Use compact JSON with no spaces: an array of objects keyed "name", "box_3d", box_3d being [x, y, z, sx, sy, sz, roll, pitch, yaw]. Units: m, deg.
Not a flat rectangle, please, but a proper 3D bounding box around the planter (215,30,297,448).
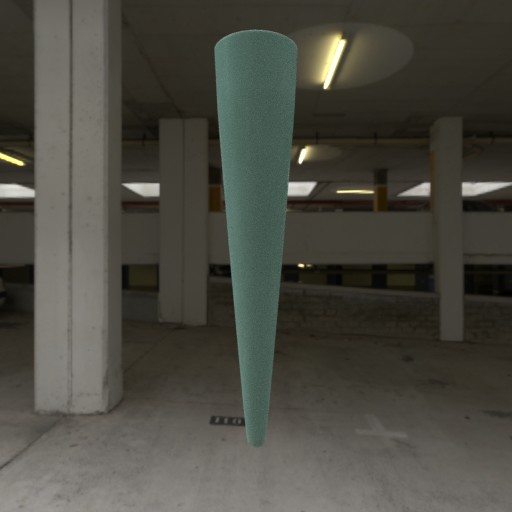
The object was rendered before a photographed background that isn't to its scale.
[{"name":"planter","box_3d":[0.000,0.000,0.289,0.054,0.268,0.055,0,0,1]}]
